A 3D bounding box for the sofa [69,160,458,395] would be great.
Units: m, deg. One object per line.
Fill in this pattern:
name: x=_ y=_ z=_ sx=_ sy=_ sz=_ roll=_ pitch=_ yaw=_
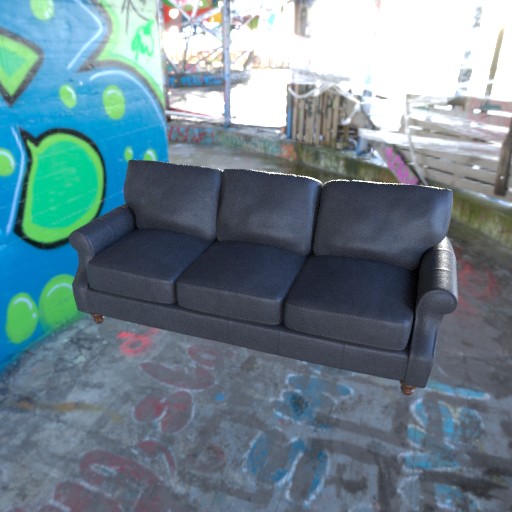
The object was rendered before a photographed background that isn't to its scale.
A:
sofa: x=0.000 y=0.000 z=2.872 sx=2.387 sy=0.977 sz=0.974 roll=9 pitch=27 yaw=18
